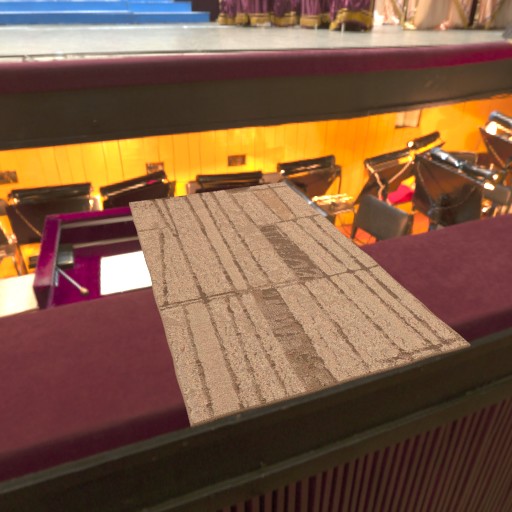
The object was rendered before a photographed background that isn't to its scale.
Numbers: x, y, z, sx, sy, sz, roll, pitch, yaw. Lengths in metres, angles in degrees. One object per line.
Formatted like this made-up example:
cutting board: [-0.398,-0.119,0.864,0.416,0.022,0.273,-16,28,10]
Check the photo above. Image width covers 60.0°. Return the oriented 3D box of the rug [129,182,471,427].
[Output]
rug: [0.000,0.000,1.074,0.515,0.007,0.867,-10,32,-17]
